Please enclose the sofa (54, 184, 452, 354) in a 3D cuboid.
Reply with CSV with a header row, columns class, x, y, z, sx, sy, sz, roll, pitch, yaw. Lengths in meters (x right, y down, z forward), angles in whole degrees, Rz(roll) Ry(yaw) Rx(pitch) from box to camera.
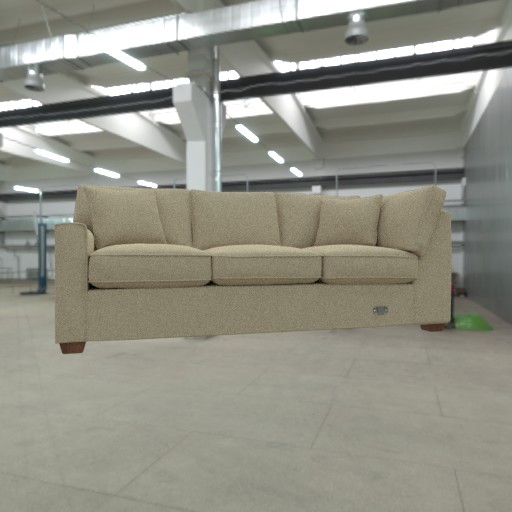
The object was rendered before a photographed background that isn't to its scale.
class,x,y,z,sx,sy,sz,roll,pitch,yaw
sofa,0.000,0.000,2.910,2.317,0.962,1.061,0,0,-17
